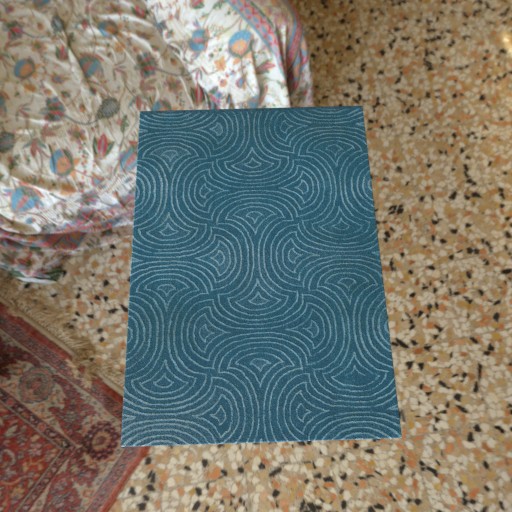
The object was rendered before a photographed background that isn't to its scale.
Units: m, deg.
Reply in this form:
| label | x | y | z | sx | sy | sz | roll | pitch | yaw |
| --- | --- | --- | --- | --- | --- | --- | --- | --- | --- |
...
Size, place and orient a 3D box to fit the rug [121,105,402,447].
| label | x | y | z | sx | sy | sz | roll | pitch | yaw |
| --- | --- | --- | --- | --- | --- | --- | --- | --- | --- |
| rug | 0.000 | 0.000 | 2.753 | 1.543 | 0.015 | 2.144 | -2 | 73 | -1 |
